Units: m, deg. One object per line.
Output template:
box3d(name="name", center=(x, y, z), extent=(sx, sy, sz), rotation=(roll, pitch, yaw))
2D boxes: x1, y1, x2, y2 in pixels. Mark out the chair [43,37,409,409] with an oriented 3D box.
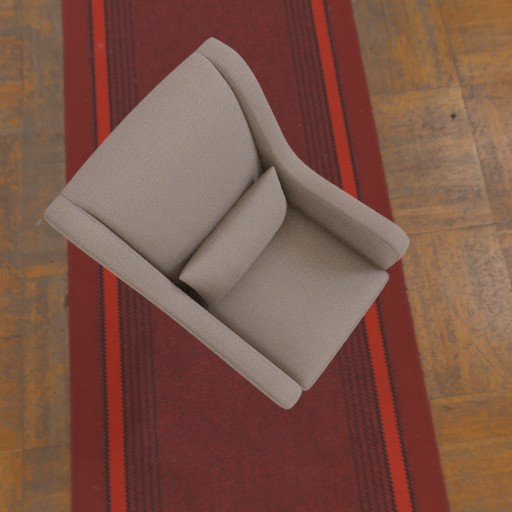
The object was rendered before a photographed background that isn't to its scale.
box3d(name="chair", center=(0.000, 0.000, 1.620), extent=(0.896, 1.017, 0.715), rotation=(37, 79, 8))
